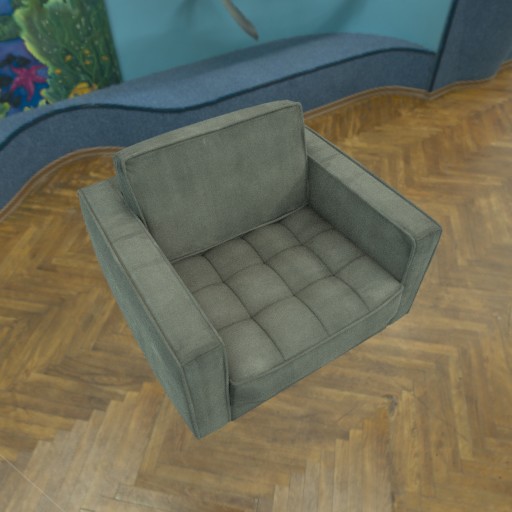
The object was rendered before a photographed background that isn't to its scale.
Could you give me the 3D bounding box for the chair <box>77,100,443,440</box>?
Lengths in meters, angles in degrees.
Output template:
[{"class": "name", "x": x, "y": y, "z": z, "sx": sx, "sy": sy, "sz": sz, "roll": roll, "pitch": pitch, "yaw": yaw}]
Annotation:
[{"class": "chair", "x": 0.000, "y": 0.000, "z": 1.516, "sx": 0.928, "sy": 0.773, "sz": 0.843, "roll": -25, "pitch": 51, "yaw": -22}]
